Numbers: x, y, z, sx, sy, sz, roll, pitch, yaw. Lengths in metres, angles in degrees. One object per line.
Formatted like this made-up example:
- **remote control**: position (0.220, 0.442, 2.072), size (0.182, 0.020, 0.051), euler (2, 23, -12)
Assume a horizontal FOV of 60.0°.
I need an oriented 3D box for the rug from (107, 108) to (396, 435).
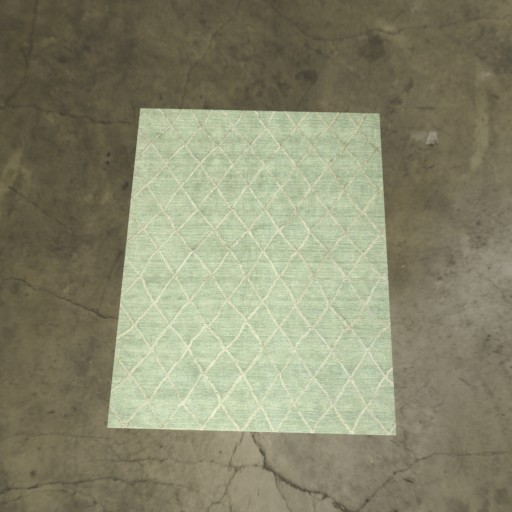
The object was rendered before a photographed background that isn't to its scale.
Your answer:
- **rug**: position (0.000, 0.000, 4.097), size (2.420, 0.019, 3.039), euler (1, 75, 0)
